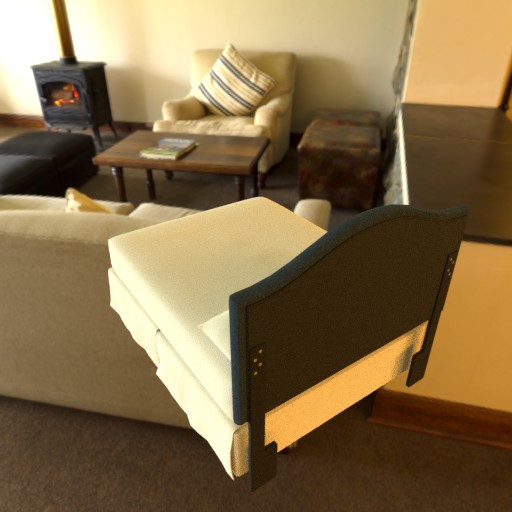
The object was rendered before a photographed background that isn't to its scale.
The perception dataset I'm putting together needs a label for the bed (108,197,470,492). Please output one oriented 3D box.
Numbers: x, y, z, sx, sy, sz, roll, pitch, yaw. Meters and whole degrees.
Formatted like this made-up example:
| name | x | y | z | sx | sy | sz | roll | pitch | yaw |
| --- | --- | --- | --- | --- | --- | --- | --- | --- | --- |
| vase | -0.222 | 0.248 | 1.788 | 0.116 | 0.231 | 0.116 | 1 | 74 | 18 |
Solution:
| name | x | y | z | sx | sy | sz | roll | pitch | yaw |
| --- | --- | --- | --- | --- | --- | --- | --- | --- | --- |
| bed | 0.000 | 0.000 | 3.238 | 1.713 | 1.518 | 2.153 | -20 | 36 | -29 |
